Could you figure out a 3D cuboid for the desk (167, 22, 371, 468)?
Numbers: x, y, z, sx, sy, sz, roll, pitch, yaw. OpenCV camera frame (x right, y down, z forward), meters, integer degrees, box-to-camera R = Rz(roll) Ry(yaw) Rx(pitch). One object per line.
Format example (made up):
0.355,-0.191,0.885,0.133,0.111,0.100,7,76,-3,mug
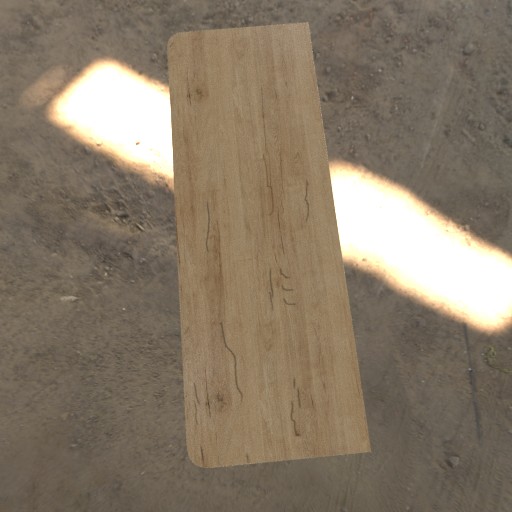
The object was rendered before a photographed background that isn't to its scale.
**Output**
0.000,0.000,1.445,0.390,0.760,1.100,-5,75,-1,desk
